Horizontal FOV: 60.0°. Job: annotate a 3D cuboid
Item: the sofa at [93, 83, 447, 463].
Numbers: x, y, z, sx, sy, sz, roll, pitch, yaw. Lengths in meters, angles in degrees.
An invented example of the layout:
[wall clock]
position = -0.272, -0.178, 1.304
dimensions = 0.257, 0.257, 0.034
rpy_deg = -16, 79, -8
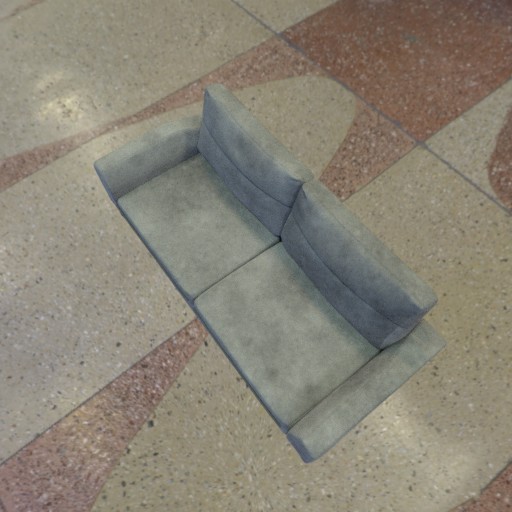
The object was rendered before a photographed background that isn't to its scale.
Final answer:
[sofa]
position = 0.000, 0.000, 2.300
dimensions = 0.849, 0.859, 1.837
rpy_deg = -34, 68, -16
